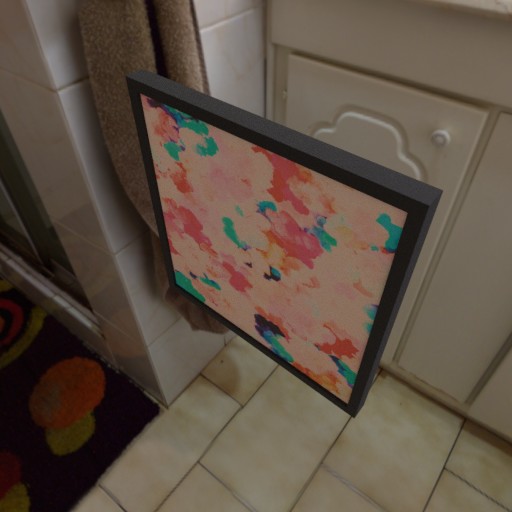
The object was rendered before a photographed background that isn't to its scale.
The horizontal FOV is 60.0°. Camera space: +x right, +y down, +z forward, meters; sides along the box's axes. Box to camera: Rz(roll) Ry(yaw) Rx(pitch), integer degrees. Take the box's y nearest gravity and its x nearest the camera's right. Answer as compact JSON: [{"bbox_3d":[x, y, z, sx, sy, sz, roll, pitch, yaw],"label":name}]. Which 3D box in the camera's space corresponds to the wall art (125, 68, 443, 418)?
[{"bbox_3d":[0.000,0.000,0.769,0.506,0.503,0.036,31,53,27],"label":"wall art"}]
